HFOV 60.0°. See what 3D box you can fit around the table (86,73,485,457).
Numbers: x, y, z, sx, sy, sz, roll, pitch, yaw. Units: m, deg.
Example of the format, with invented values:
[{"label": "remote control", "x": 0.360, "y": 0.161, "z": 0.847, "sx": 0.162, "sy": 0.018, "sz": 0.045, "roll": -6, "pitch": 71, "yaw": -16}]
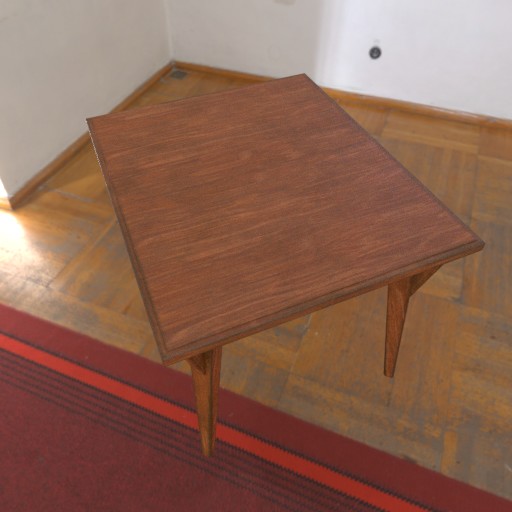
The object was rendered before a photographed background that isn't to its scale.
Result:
[{"label": "table", "x": 0.000, "y": 0.000, "z": 1.590, "sx": 0.838, "sy": 0.761, "sz": 0.991, "roll": -18, "pitch": 51, "yaw": -15}]
